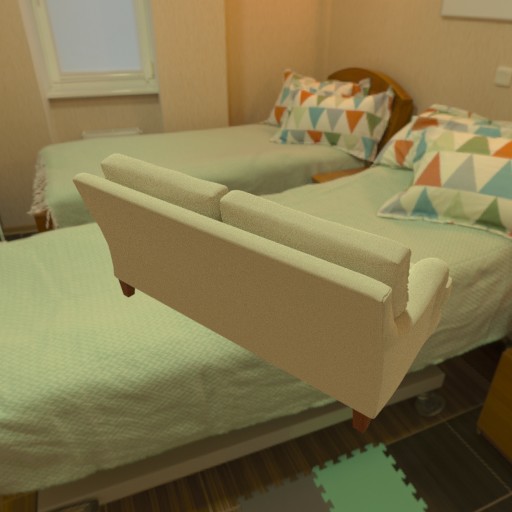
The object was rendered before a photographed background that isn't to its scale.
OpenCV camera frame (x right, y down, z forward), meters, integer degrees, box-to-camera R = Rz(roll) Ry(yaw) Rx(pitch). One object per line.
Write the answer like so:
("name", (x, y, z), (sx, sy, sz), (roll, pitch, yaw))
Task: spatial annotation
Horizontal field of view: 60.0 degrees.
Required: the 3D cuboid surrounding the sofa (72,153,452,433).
("sofa", (0.000, 0.000, 2.798), (2.159, 1.087, 1.086), (22, 37, 32))
